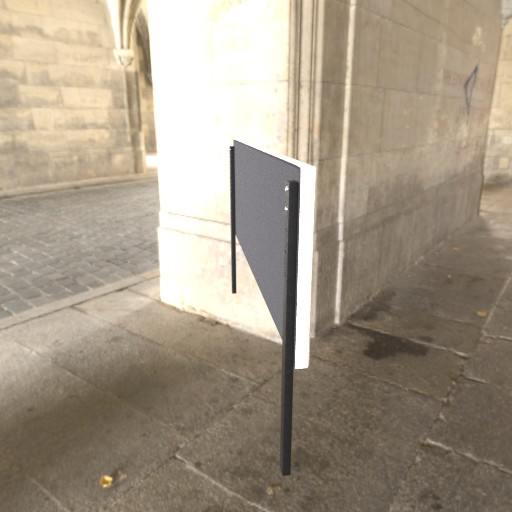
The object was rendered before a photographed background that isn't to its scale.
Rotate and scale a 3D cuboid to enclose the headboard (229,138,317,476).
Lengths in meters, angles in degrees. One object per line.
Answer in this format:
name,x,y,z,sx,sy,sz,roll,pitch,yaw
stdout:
headboard,0.000,0.000,2.930,0.120,1.410,2.362,-3,17,-8
